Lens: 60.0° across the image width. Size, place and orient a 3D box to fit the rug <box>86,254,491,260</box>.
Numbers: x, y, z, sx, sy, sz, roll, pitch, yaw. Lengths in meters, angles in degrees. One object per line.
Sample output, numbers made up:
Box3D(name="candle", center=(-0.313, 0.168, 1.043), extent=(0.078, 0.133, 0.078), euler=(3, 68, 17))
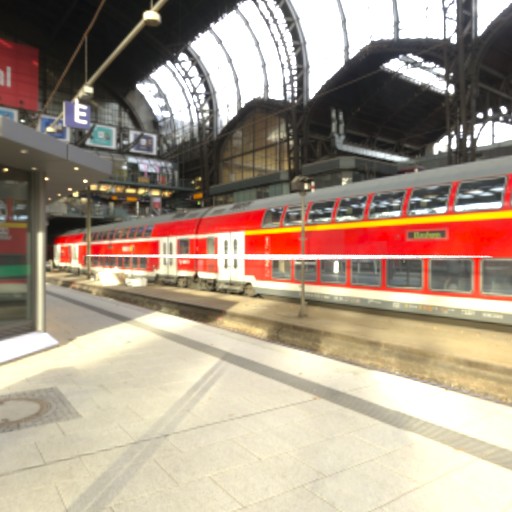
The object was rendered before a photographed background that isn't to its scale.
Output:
Box3D(name="rug", center=(0.000, 0.000, 2.302), extent=(1.219, 0.006, 1.829), euler=(0, 1, -36))
